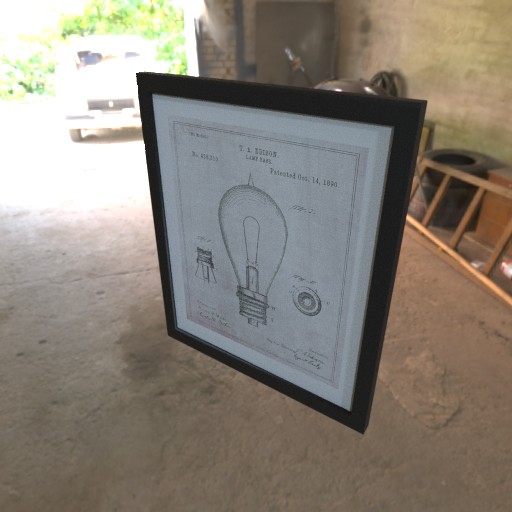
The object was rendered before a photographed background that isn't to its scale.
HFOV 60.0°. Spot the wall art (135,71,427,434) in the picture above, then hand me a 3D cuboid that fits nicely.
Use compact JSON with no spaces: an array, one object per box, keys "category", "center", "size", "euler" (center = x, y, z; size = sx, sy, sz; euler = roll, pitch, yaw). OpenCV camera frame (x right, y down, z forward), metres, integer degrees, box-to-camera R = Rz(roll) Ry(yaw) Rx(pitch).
[{"category":"wall art","center":[0.000,0.000,0.696],"size":[0.430,0.509,0.021],"euler":[19,34,30]}]
